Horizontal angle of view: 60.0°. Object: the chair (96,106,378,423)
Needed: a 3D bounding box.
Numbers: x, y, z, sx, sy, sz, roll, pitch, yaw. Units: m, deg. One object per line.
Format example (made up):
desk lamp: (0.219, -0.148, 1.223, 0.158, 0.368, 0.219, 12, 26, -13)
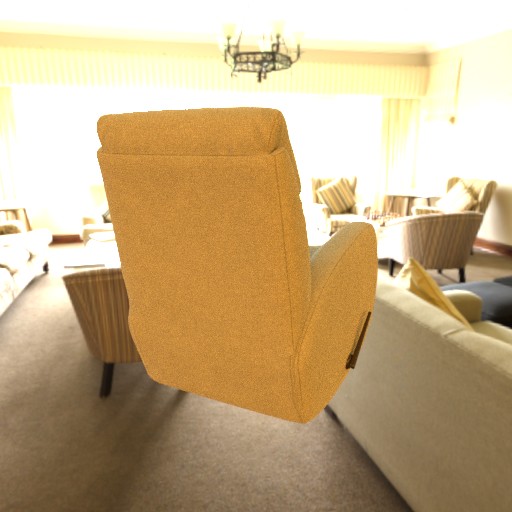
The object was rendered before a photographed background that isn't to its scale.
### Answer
chair: (0.000, 0.000, 1.678, 0.812, 1.015, 0.941, 7, 16, 26)
